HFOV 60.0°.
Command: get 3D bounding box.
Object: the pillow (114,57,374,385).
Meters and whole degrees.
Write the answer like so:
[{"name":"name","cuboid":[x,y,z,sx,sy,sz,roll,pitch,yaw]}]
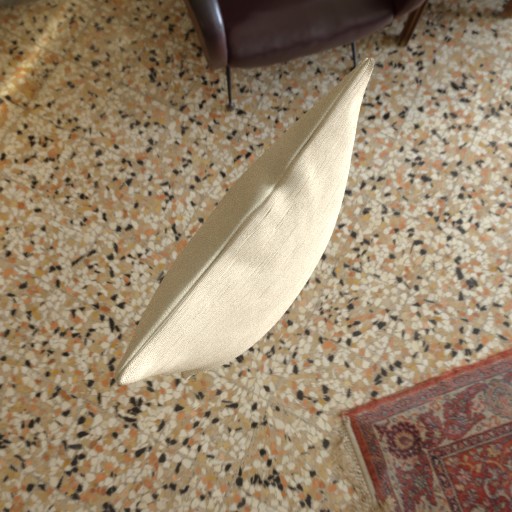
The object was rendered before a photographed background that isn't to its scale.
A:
[{"name":"pillow","cuboid":[0.000,0.000,0.648,0.162,0.420,0.437,35,78,9]}]
